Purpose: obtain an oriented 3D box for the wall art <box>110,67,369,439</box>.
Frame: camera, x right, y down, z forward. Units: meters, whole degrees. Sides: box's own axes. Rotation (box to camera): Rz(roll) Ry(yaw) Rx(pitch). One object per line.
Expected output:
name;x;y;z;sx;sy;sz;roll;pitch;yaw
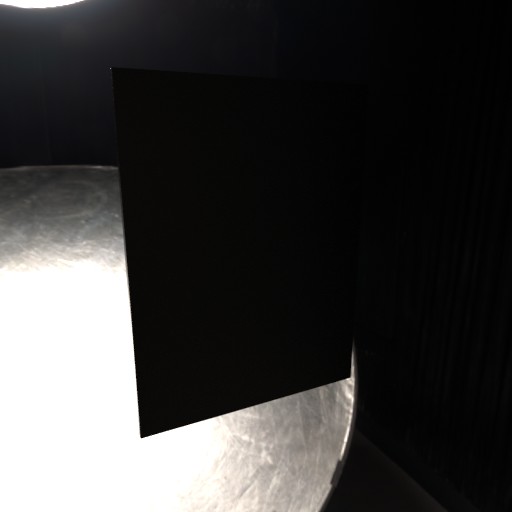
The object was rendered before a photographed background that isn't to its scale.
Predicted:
wall art;0.000;0.000;0.774;0.442;0.582;0.013;-7;16;-26
